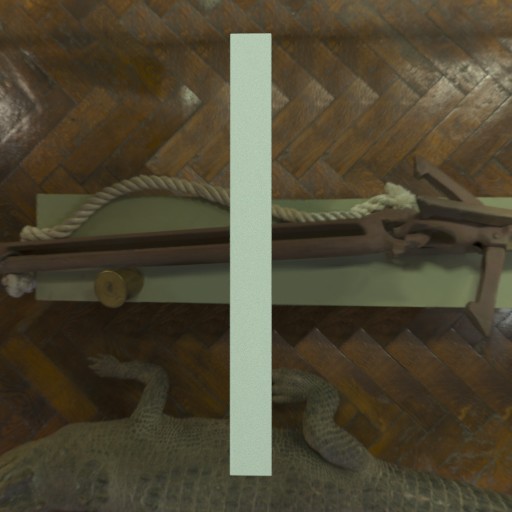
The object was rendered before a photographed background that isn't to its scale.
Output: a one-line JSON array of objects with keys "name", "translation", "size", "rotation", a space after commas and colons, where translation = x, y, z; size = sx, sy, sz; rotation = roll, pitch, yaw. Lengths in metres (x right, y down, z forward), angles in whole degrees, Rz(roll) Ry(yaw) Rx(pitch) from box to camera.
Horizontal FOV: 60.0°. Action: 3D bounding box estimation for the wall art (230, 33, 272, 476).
[{"name": "wall art", "translation": [0.000, 0.000, 0.610], "size": [0.038, 0.406, 0.406], "rotation": [0, 89, 1]}]
